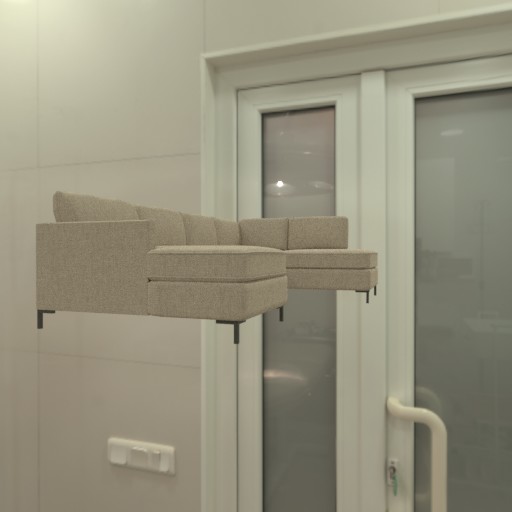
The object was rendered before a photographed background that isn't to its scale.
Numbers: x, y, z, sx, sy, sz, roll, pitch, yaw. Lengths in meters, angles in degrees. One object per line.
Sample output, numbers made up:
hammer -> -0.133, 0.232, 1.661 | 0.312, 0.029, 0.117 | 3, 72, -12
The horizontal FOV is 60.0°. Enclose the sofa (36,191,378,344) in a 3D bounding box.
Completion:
sofa -> 0.000, 0.000, 4.282 | 2.021, 0.996, 3.423 | 0, 0, 20
